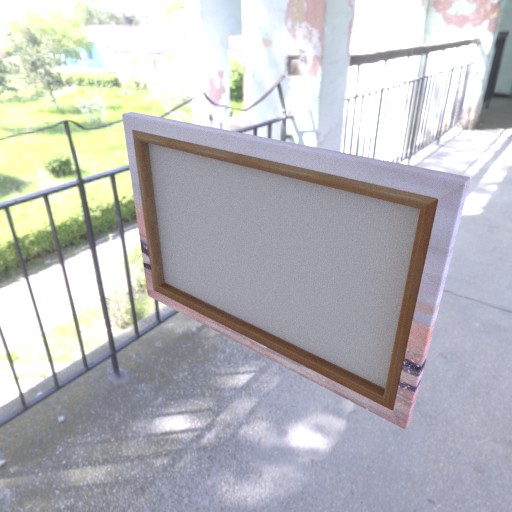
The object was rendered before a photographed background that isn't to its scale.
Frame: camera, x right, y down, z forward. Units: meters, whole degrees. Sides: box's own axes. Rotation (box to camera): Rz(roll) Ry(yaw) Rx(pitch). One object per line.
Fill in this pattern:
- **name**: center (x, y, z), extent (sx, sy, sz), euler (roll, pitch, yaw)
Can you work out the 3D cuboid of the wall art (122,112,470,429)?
- **wall art**: center (0.000, 0.000, 1.146), extent (0.913, 0.609, 0.038), euler (21, 35, 32)
